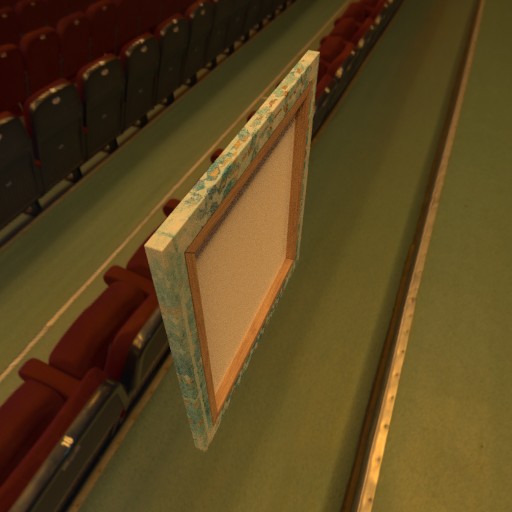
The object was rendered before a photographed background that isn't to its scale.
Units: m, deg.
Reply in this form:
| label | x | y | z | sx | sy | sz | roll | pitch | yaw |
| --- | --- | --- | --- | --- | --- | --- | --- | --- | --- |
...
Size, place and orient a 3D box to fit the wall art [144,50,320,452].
| label | x | y | z | sx | sy | sz | roll | pitch | yaw |
| --- | --- | --- | --- | --- | --- | --- | --- | --- | --- |
| wall art | 0.000 | 0.000 | 1.381 | 0.040 | 0.916 | 0.916 | 17 | 48 | 15 |
